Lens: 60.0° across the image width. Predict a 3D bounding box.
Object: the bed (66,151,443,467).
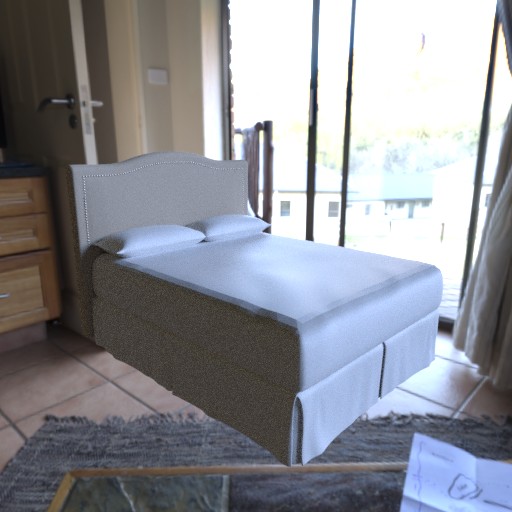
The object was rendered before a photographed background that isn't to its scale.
[{"bbox_3d":[0.000,0.000,3.067,2.052,1.398,1.678,13,19,43],"label":"bed"}]
